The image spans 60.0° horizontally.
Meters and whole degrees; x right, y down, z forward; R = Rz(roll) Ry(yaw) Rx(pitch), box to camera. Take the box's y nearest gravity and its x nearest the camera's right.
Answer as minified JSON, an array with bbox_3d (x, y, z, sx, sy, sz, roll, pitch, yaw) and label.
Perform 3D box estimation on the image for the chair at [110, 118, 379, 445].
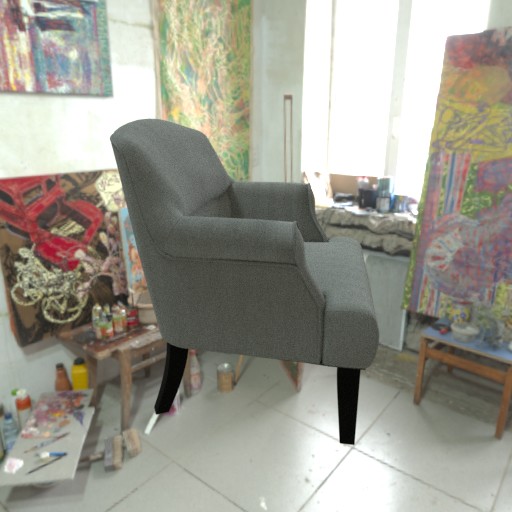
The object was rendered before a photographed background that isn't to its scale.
[{"bbox_3d":[0.000,0.000,1.485,0.755,0.880,0.772,3,18,9],"label":"chair"}]
